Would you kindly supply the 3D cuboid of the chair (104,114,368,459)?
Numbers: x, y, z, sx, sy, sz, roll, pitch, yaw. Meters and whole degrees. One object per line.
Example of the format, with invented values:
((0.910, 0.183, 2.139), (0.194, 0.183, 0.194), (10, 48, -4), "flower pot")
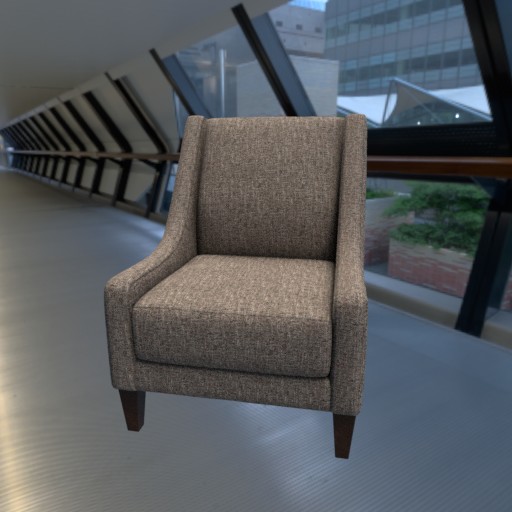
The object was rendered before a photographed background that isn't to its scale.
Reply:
((0.000, 0.000, 1.601), (0.774, 1.014, 0.870), (3, 15, 11), "chair")
